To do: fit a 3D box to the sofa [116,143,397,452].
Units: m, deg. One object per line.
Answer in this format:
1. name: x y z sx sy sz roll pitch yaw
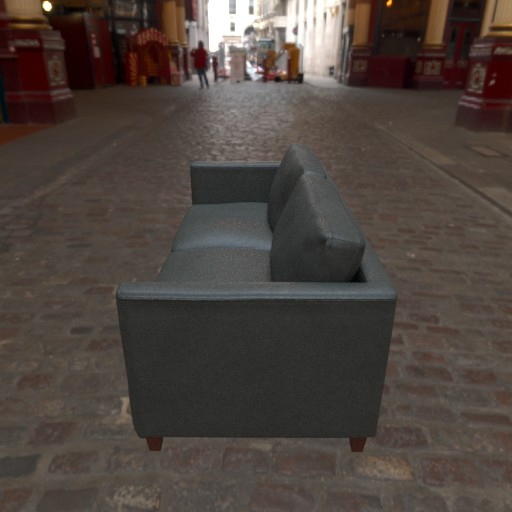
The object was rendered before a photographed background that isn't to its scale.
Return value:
1. sofa: 0.000 0.000 2.375 0.951 0.933 1.883 0 25 0
